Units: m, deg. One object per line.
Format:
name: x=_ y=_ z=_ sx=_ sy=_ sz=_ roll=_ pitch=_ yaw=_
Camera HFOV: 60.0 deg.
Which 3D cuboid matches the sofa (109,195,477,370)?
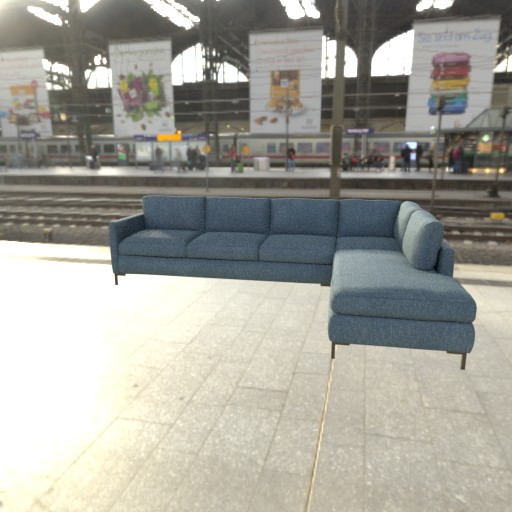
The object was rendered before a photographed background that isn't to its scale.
sofa: x=0.000 y=0.000 z=3.699 sx=2.949 sy=0.815 sz=2.007 roll=3 pitch=13 yaw=11
